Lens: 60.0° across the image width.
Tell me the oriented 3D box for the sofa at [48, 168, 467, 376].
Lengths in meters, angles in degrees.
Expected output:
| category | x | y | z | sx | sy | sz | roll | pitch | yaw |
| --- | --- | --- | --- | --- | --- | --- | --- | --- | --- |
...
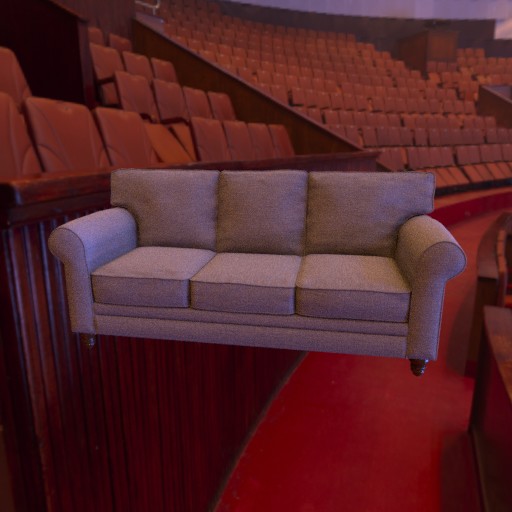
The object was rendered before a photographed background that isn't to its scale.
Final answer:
| category | x | y | z | sx | sy | sz | roll | pitch | yaw |
| --- | --- | --- | --- | --- | --- | --- | --- | --- | --- |
| sofa | 0.000 | 0.000 | 2.588 | 2.084 | 0.961 | 0.916 | 3 | 15 | 10 |
